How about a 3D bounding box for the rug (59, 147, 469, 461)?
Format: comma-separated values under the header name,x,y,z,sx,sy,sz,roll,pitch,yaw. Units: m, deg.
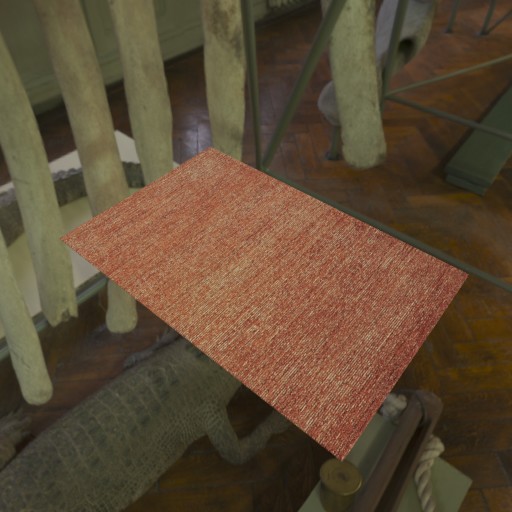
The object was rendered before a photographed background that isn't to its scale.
name,x,y,z,sx,sy,sz,roll,pitch,yaw
rug,0.000,0.000,2.241,1.747,0.011,1.139,31,54,26
